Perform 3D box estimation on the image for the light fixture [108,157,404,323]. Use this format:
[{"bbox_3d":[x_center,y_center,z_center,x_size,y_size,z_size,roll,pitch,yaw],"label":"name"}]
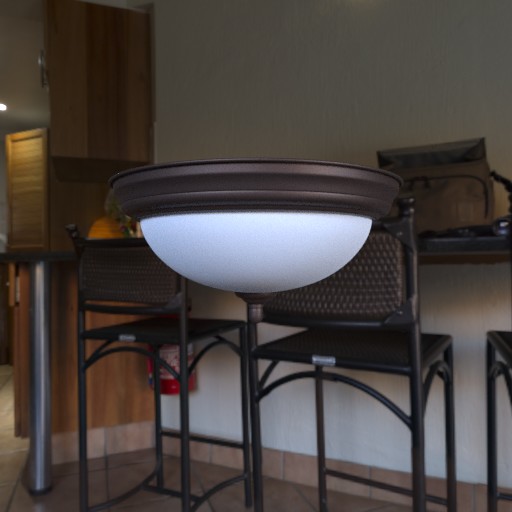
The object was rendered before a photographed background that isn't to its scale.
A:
[{"bbox_3d":[0.000,0.000,0.443,0.280,0.135,0.280,0,0,0],"label":"light fixture"}]
